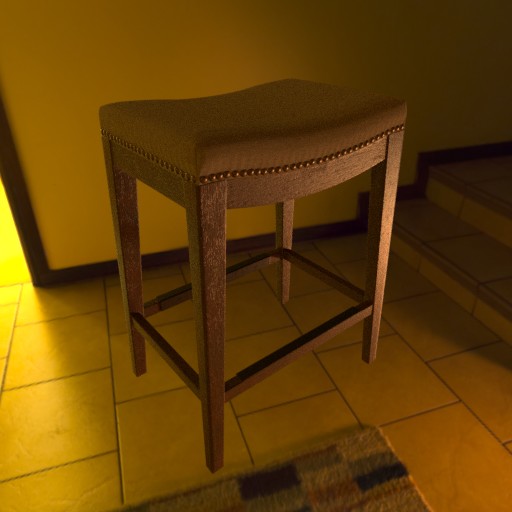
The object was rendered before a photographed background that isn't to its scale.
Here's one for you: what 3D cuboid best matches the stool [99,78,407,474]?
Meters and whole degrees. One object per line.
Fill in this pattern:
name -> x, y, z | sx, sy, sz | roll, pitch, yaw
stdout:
stool -> 0.000, 0.000, 0.966 | 0.508, 0.660, 0.356 | -22, 37, -33
